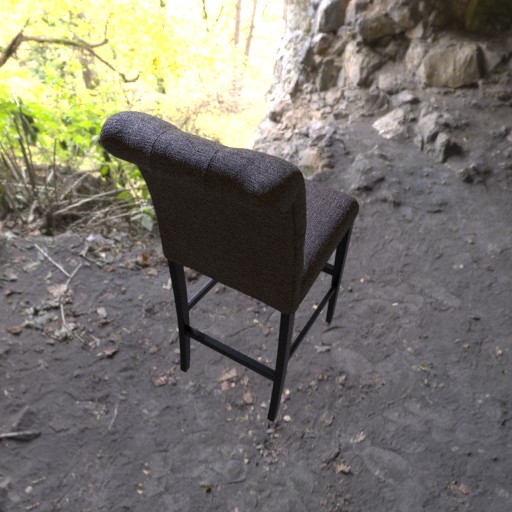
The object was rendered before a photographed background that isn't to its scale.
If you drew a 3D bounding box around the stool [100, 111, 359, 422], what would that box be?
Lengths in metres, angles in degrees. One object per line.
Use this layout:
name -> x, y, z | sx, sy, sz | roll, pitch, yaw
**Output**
stool -> 0.000, 0.000, 1.424 | 0.452, 1.131, 0.613 | 23, 51, 20
